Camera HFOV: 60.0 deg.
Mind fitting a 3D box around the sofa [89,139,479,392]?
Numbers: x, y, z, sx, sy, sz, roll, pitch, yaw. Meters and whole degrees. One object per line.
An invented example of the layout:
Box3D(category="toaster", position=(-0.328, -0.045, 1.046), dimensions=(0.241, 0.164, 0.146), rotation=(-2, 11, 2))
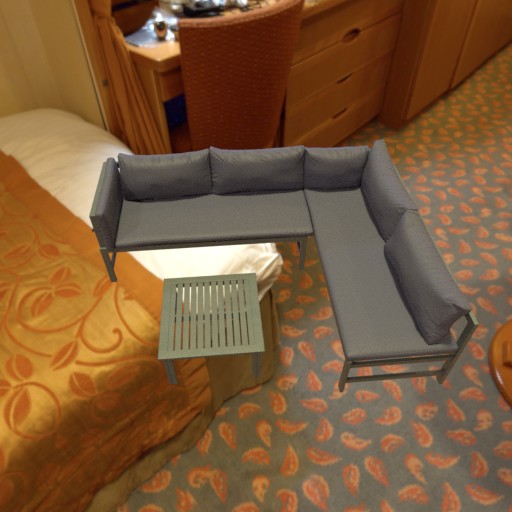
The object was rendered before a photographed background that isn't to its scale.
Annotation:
Box3D(category="sofa", position=(0.000, 0.000, 2.954), dimensions=(2.149, 0.762, 1.658), rotation=(-4, 46, -4))
